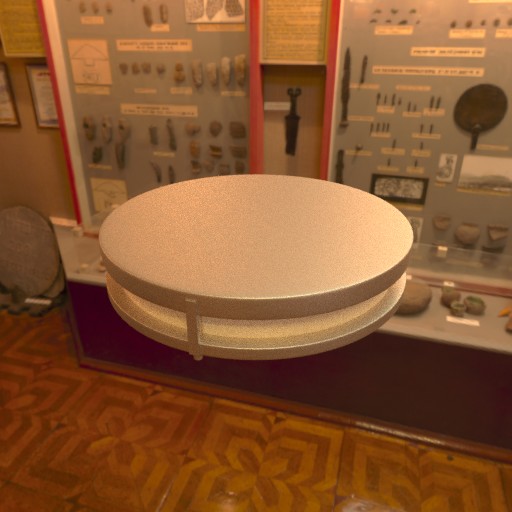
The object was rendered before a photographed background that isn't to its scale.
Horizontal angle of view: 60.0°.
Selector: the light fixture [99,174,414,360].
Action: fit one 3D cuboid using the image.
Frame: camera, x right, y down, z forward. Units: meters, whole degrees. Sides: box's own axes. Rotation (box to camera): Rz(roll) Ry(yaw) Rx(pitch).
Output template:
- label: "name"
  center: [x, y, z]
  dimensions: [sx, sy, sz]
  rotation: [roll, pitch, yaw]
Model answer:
- label: "light fixture"
  center: [0.000, 0.000, 0.544]
  dimensions: [0.356, 0.102, 0.356]
  rotation: [0, 27, 0]
